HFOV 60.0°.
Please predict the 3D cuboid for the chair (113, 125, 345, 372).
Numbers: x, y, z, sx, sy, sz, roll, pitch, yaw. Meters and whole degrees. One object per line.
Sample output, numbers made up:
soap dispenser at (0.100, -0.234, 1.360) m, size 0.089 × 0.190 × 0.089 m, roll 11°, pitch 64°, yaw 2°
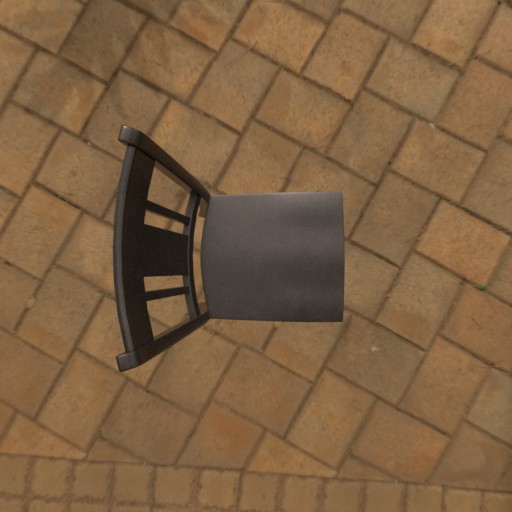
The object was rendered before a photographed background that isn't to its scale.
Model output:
chair at (0.000, 0.000, 1.305) m, size 0.555 × 0.998 × 0.450 m, roll 0°, pitch 88°, yaw -1°
